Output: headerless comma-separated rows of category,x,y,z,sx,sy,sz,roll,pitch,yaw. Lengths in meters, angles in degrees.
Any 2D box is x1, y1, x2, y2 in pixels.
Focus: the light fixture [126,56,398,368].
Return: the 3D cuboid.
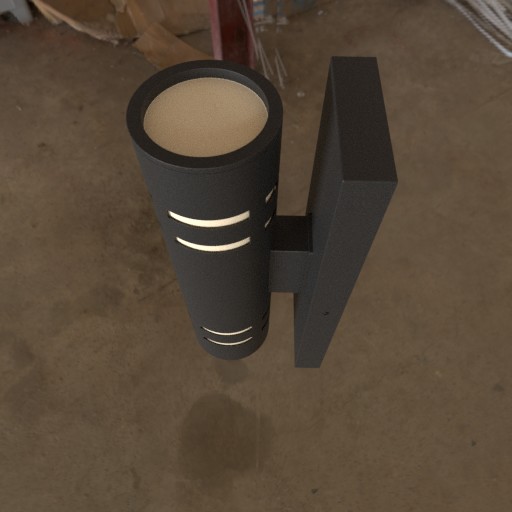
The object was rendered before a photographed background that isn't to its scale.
light fixture,0.000,0.000,0.397,0.149,0.330,0.105,1,59,1
